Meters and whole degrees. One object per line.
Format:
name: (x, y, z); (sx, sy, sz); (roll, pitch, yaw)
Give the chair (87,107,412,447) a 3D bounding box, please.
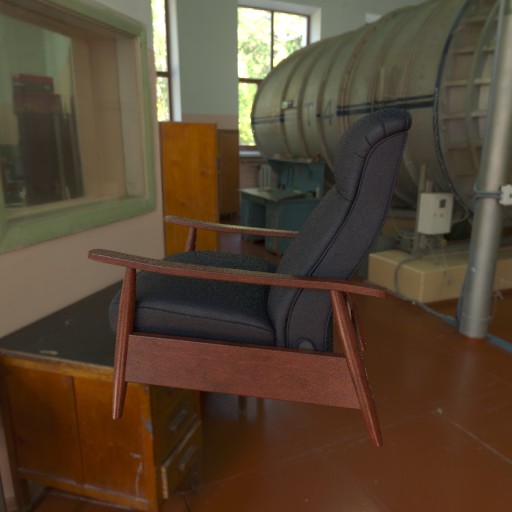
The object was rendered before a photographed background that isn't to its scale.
chair: (0.000, 0.000, 1.761); (1.014, 1.082, 0.762); (2, 15, 9)
